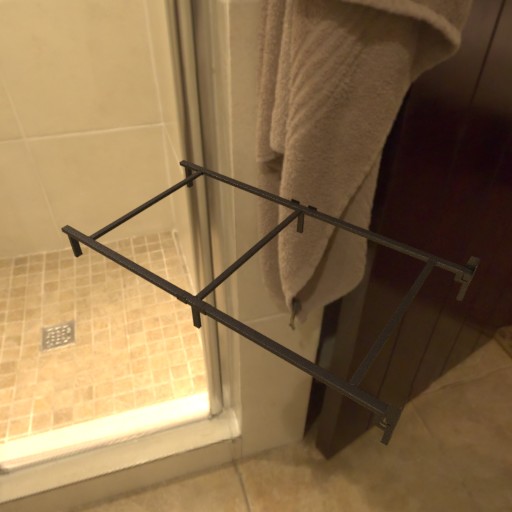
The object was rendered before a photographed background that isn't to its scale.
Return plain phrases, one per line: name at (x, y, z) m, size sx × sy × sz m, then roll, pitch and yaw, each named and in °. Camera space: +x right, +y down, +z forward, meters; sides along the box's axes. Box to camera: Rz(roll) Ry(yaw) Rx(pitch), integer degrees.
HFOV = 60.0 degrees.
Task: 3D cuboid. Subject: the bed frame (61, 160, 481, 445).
bed frame at (0.000, 0.000, 2.280) m, size 1.897 × 0.248 × 0.968 m, roll 25°, pitch 46°, yaw 27°
